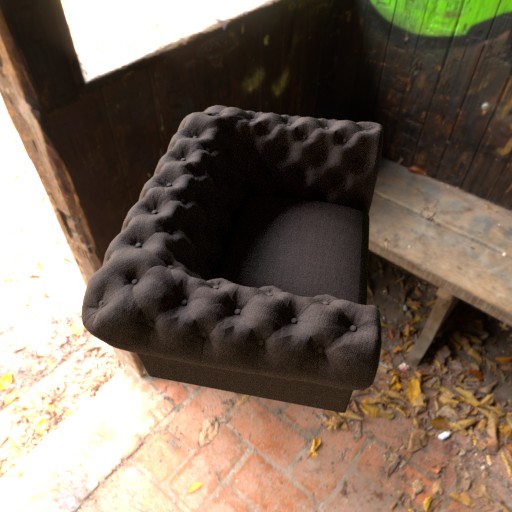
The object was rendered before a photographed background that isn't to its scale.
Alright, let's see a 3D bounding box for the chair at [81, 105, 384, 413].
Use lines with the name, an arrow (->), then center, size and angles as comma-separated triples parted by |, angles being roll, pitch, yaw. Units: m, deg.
chair -> 0.000, 0.000, 1.909 | 0.945, 0.780, 1.298 | 8, 48, 8
